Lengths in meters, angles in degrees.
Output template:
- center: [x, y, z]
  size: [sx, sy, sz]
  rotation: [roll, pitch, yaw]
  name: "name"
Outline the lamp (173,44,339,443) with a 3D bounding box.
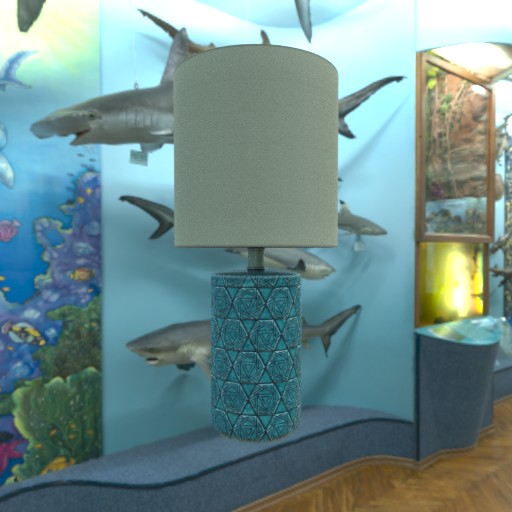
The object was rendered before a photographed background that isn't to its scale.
- center: [0.000, 0.000, 0.763]
  size: [0.278, 0.597, 0.278]
  rotation: [-1, 1, -34]
  name: "lamp"
